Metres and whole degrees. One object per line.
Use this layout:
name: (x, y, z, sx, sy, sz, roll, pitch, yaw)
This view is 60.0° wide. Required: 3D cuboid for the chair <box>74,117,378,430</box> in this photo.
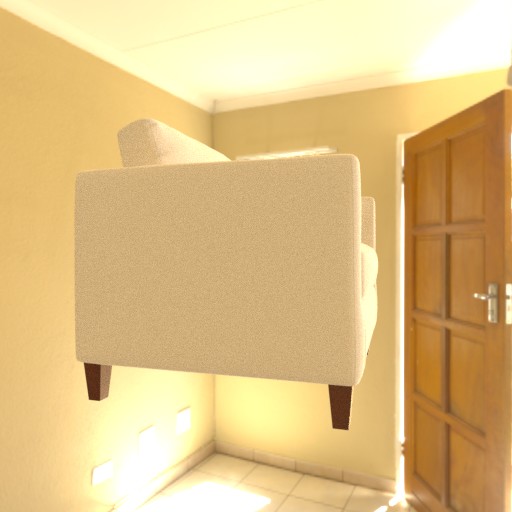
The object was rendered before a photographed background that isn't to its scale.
chair: (0.000, 0.000, 1.682, 0.878, 0.885, 1.019, 0, 0, 17)
